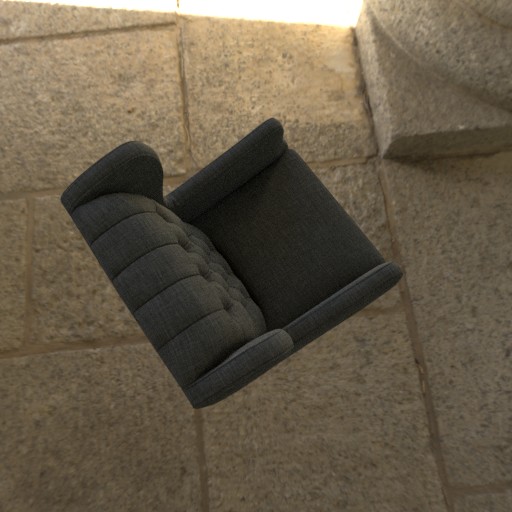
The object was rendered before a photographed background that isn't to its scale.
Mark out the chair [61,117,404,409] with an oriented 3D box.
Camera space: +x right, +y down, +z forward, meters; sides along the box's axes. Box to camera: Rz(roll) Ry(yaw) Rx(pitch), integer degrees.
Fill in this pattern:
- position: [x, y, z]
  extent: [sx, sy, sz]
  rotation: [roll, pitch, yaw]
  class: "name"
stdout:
- position: [0.000, 0.000, 1.511]
  extent: [0.775, 0.953, 0.711]
  rotation: [-35, 77, -9]
  class: "chair"
